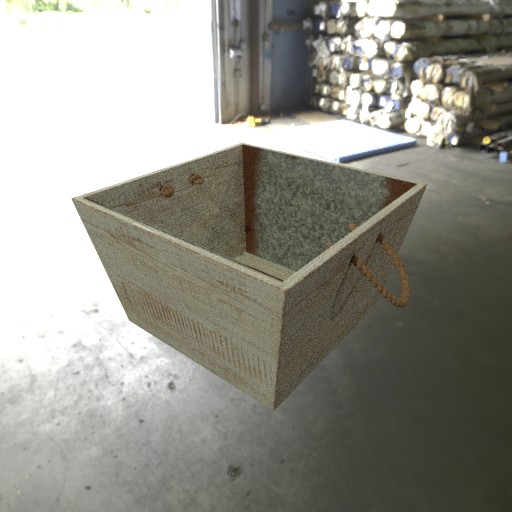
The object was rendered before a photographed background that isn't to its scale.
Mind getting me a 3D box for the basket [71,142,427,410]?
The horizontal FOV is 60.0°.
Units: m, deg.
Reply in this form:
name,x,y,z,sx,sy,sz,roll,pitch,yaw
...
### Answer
name,x,y,z,sx,sy,sz,roll,pitch,yaw
basket,0.000,0.000,0.782,0.545,0.247,0.413,22,36,33
